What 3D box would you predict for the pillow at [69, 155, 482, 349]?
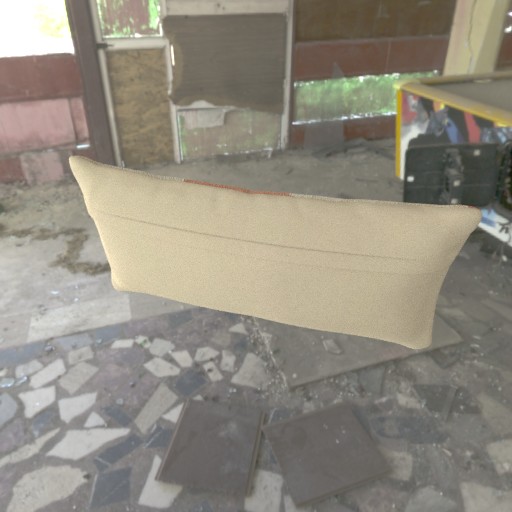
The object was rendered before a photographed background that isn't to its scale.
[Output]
[{"bbox_3d":[0.000,0.000,0.721,0.609,0.292,0.155,9,33,14],"label":"pillow"}]
